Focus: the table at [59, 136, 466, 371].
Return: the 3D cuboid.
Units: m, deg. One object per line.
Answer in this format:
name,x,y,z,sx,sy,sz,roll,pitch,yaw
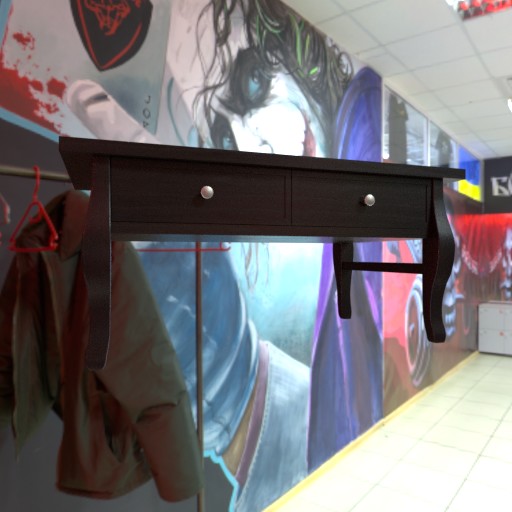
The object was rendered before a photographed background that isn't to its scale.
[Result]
table,0.000,0.000,1.361,1.062,0.494,0.600,0,0,-19
